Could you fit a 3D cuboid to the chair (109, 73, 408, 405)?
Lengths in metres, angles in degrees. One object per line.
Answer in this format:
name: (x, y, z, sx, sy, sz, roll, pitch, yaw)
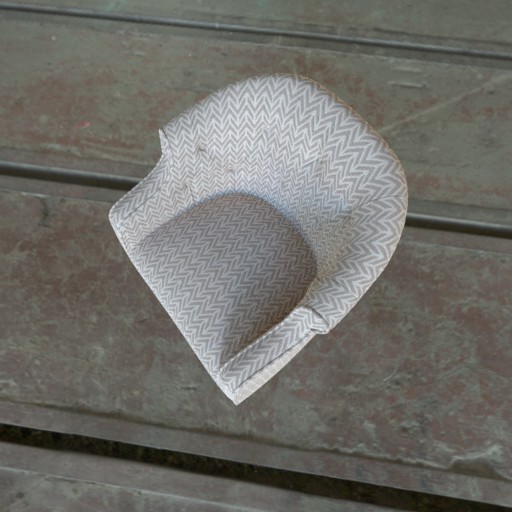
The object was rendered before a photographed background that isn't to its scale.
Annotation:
chair: (0.000, 0.000, 1.327, 0.613, 0.858, 0.686, -34, 69, -15)
